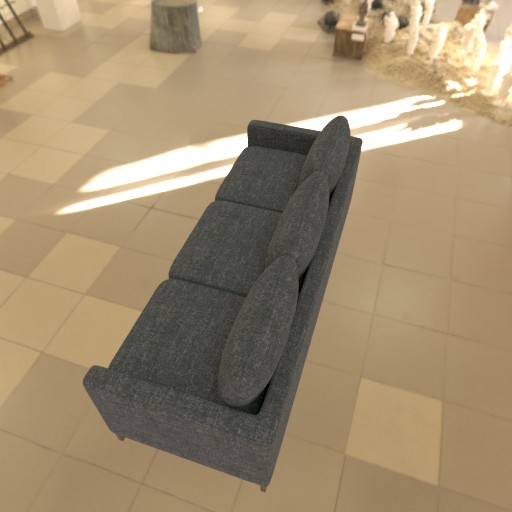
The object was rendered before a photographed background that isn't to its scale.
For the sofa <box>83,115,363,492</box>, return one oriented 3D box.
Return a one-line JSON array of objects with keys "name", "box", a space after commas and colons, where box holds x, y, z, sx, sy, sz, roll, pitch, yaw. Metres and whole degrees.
[{"name": "sofa", "box": [0.000, 0.000, 2.626, 0.859, 0.874, 2.218, 14, 48, 12]}]
